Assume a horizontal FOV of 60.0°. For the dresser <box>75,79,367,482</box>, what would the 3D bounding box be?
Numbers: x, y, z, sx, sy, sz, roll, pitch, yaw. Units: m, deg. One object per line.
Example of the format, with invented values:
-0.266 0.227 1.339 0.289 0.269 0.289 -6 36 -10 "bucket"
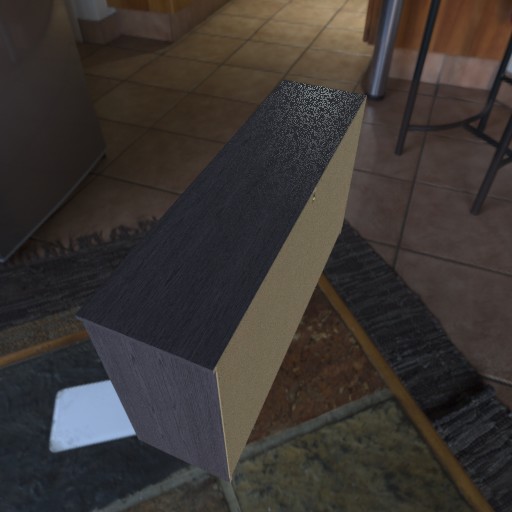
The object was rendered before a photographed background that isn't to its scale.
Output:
0.000 0.000 1.695 0.401 0.755 1.360 17 48 16 "dresser"
